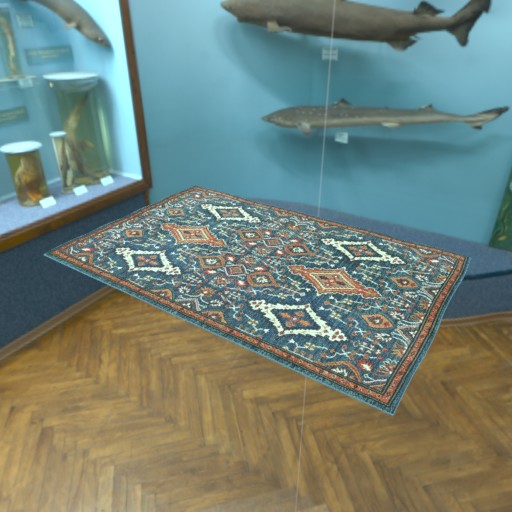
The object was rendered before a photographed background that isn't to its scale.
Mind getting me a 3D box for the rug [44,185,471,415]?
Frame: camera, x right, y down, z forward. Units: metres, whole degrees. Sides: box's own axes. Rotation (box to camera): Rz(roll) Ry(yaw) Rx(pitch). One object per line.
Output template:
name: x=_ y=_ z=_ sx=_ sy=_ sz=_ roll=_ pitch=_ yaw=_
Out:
rug: x=0.000 y=0.000 z=2.259 sx=1.847 sy=0.014 sz=1.195 roll=18 pitch=35 yaw=29
